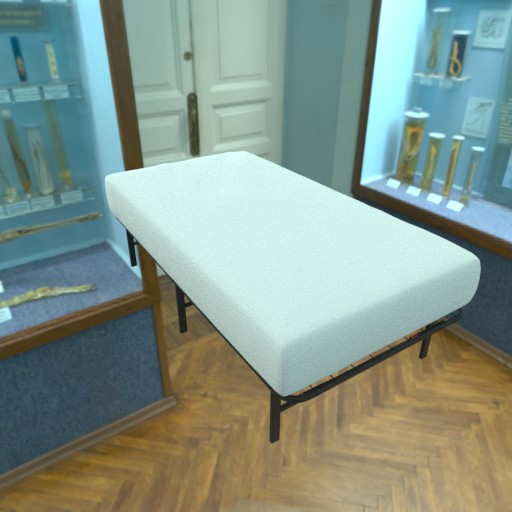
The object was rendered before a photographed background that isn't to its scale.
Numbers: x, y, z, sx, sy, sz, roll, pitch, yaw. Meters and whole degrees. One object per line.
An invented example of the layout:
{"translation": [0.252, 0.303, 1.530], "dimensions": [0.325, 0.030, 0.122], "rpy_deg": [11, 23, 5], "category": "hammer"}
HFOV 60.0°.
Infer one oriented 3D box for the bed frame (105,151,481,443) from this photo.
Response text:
{"translation": [0.000, 0.000, 2.383], "dimensions": [1.025, 0.640, 1.908], "rpy_deg": [-17, 33, -28], "category": "bed frame"}
